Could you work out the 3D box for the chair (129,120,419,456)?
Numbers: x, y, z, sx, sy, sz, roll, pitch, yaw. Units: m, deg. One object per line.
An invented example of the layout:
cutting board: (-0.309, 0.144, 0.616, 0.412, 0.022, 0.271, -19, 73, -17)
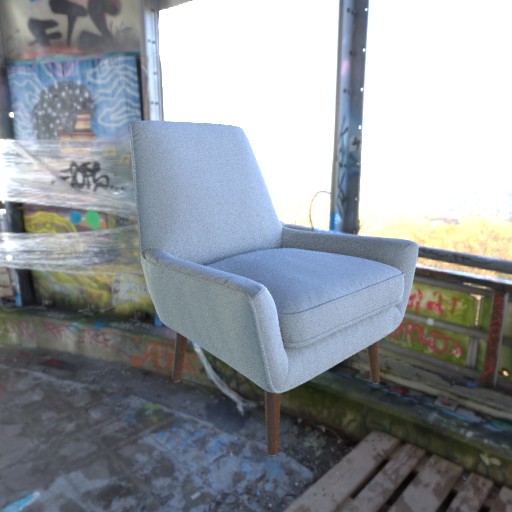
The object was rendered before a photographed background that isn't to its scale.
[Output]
chair: (0.000, 0.000, 1.485, 0.787, 0.888, 0.822, -13, 19, -43)
